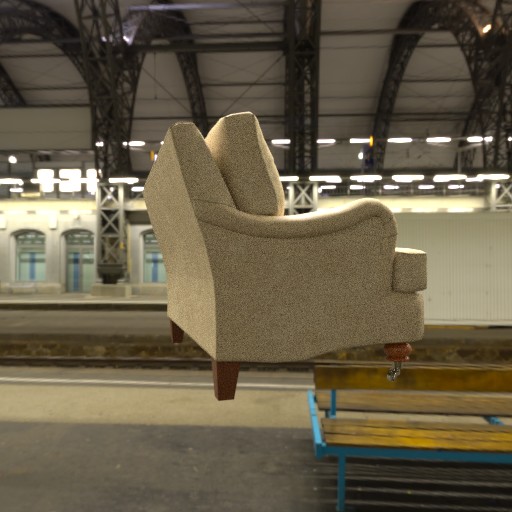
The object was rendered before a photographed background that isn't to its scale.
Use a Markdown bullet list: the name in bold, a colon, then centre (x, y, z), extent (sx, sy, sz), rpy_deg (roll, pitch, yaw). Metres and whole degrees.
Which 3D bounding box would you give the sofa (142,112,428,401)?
- **sofa**: centre (0.000, 0.000, 2.357), extent (1.086, 1.087, 1.498), rpy_deg (0, -1, -18)
